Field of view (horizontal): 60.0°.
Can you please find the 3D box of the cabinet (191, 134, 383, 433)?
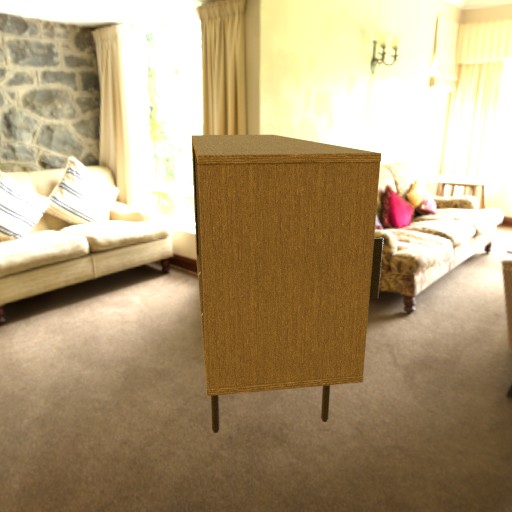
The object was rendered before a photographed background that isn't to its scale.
[{"bbox_3d":[0.000,0.000,1.561,0.405,0.787,1.194,-3,17,-8],"label":"cabinet"}]
